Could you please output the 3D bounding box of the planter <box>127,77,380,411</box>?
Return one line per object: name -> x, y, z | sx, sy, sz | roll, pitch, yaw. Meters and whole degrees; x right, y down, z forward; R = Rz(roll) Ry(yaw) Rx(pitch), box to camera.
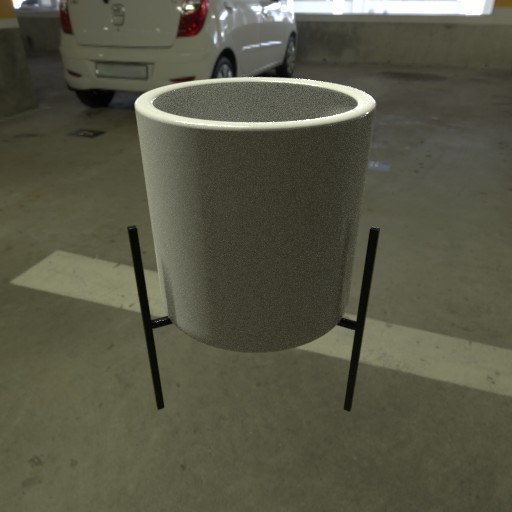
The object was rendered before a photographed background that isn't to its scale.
planter -> 0.000, 0.000, 0.508 | 0.239, 0.356, 0.239 | 1, 31, 2
